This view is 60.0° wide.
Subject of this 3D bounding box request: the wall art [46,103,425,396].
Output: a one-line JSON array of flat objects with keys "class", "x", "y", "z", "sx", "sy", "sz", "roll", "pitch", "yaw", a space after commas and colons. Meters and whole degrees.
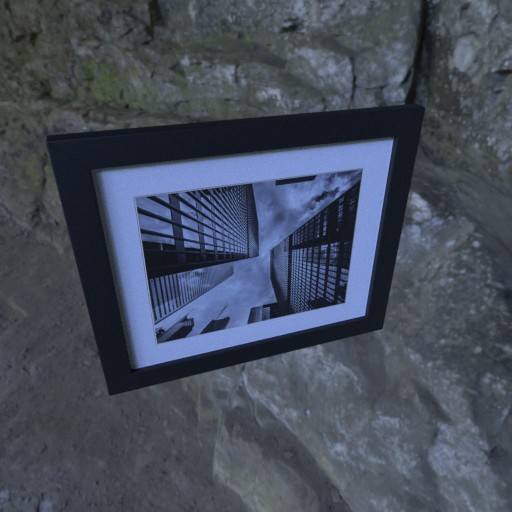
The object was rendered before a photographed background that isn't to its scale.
[{"class": "wall art", "x": 0.000, "y": 0.000, "z": 0.752, "sx": 0.558, "sy": 0.457, "sz": 0.031, "roll": -10, "pitch": 33, "yaw": -16}]
